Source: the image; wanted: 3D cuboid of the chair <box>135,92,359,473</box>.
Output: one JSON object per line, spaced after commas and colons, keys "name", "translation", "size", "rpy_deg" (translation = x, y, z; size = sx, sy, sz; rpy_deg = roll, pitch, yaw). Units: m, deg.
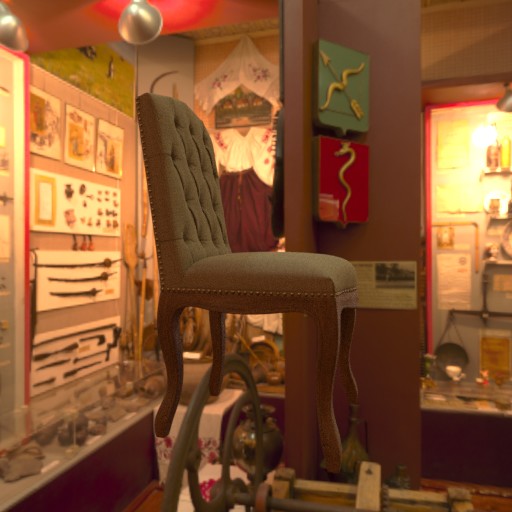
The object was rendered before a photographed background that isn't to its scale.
{"name": "chair", "translation": [0.000, 0.000, 1.611], "size": [0.731, 1.191, 0.637], "rpy_deg": [0, 0, 17]}
